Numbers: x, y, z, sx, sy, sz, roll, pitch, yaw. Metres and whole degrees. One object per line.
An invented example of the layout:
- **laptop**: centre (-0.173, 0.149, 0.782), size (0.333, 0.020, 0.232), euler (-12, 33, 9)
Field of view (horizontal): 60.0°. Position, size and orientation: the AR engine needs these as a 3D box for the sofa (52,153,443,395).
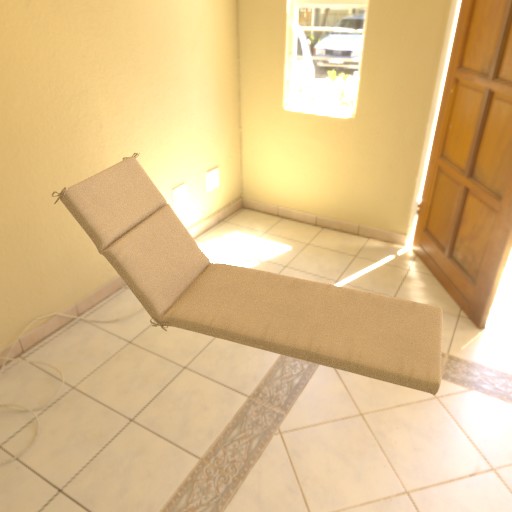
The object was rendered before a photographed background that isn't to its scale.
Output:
- **sofa**: centre (0.000, 0.000, 1.976), size (1.663, 0.622, 0.582), euler (11, 32, 18)
